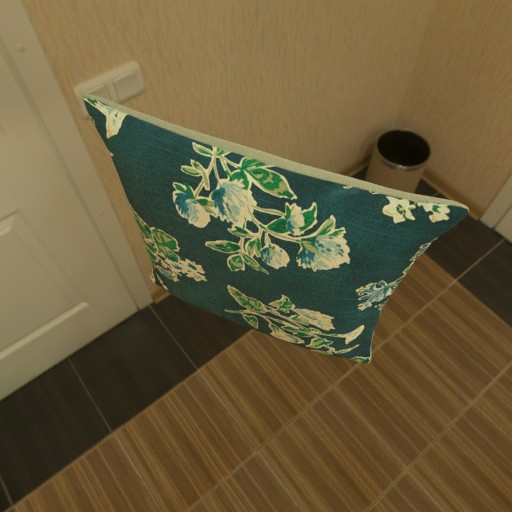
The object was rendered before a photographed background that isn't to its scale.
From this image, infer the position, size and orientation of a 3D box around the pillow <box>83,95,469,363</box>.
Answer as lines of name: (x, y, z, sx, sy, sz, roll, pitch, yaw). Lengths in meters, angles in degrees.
pillow: (0.000, 0.000, 0.771, 0.525, 0.508, 0.166, 19, 60, 12)
